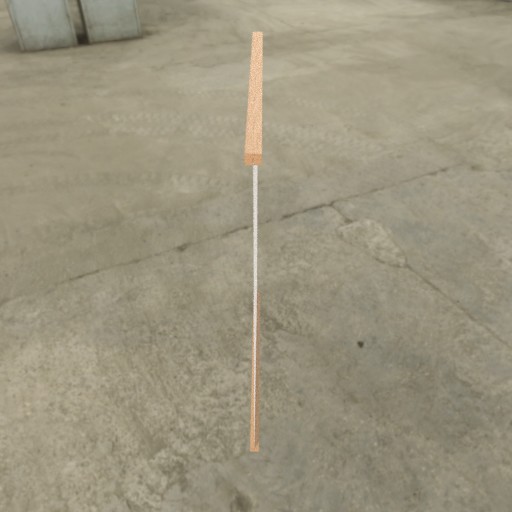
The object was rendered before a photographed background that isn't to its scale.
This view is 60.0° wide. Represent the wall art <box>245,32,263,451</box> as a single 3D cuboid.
[{"bbox_3d":[0.000,0.000,0.767,0.016,0.611,0.401,1,42,1],"label":"wall art"}]
